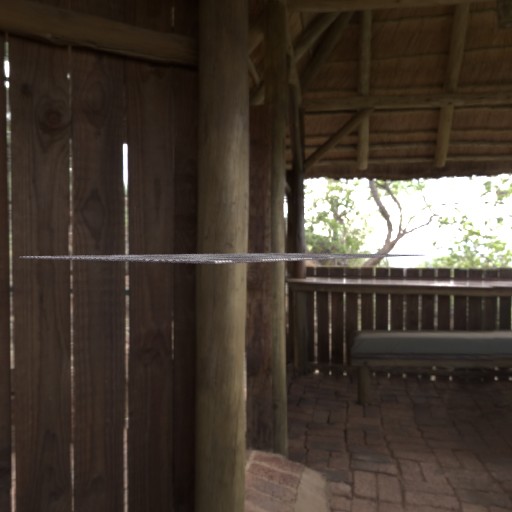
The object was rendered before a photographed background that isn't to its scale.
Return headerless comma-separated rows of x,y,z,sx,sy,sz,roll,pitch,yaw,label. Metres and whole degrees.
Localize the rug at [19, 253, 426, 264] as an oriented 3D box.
0.000,0.000,3.011,1.517,0.011,2.435,1,1,38,rug
